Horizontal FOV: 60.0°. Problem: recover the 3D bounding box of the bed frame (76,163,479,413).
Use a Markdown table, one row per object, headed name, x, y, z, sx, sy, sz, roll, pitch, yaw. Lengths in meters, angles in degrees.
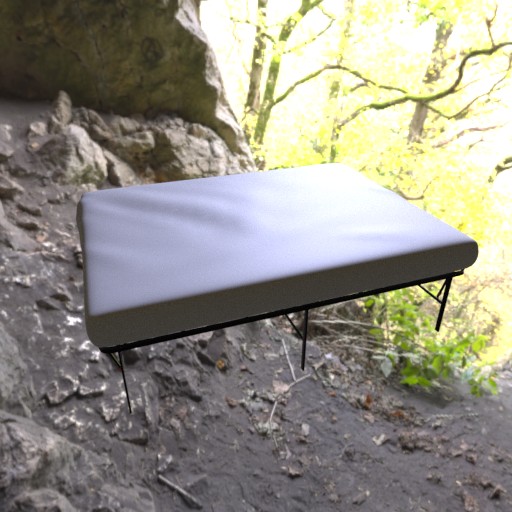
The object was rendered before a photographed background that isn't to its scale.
| name | x | y | z | sx | sy | sz | roll | pitch | yaw |
| --- | --- | --- | --- | --- | --- | --- | --- | --- | --- |
| bed frame | 0.000 | 0.000 | 2.919 | 2.151 | 0.667 | 1.584 | -10 | 31 | -17 |
